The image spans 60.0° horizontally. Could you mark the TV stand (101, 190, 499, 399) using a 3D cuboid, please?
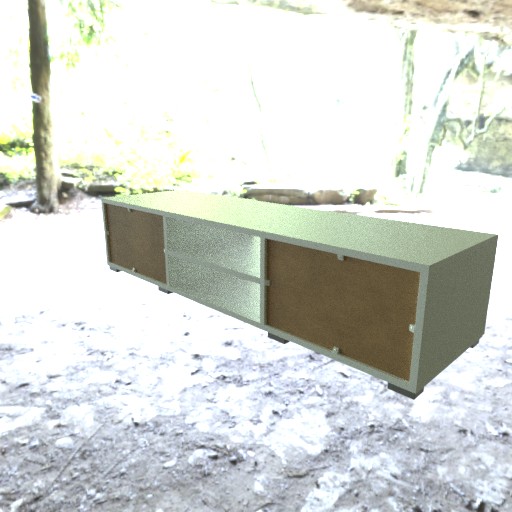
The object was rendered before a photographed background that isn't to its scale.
[{"bbox_3d":[0.000,0.000,1.545,1.400,0.310,0.420,15,21,43],"label":"TV stand"}]
